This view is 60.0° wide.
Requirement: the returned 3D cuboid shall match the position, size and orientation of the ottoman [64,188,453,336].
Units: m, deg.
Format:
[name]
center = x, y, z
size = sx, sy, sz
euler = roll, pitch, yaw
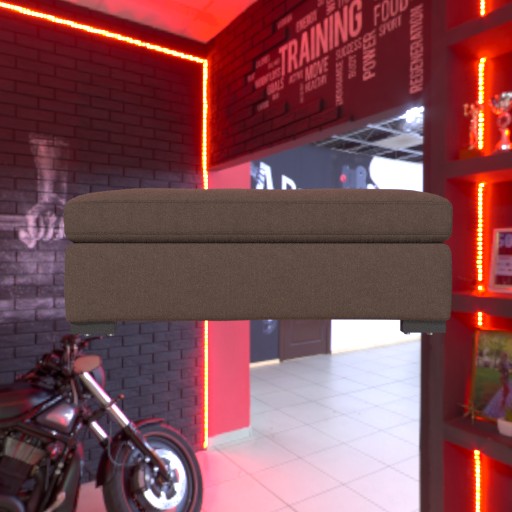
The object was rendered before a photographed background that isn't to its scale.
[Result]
[ottoman]
center = 0.000, 0.000, 1.887
size = 1.181, 0.470, 1.181
euler = 0, 0, -1
